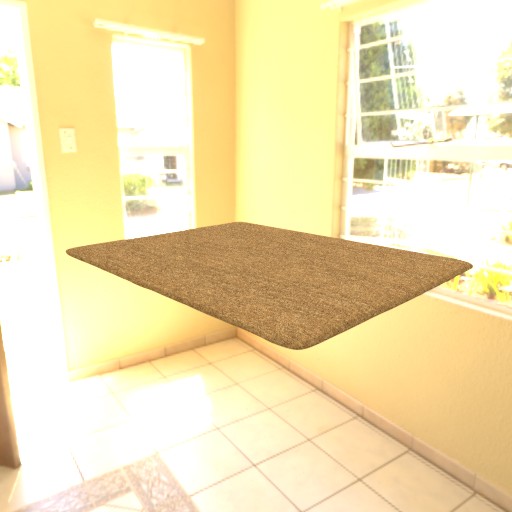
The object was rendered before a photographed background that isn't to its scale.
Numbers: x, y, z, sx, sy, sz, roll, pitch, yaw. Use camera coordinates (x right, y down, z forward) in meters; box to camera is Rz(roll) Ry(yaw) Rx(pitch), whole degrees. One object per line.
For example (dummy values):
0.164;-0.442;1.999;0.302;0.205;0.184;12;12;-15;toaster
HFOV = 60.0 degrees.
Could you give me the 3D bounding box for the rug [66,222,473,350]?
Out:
0.000;0.000;3.817;2.242;0.050;2.873;-13;19;-43;rug
